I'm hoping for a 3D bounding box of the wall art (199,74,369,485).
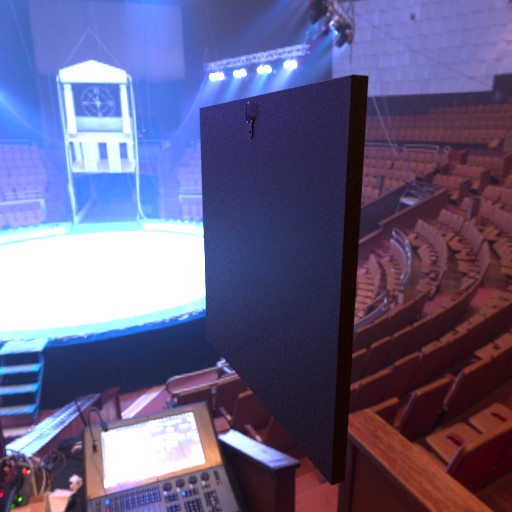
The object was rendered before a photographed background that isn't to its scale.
[{"bbox_3d":[0.000,0.000,1.188,0.043,0.807,0.805,-7,16,-24],"label":"wall art"}]
